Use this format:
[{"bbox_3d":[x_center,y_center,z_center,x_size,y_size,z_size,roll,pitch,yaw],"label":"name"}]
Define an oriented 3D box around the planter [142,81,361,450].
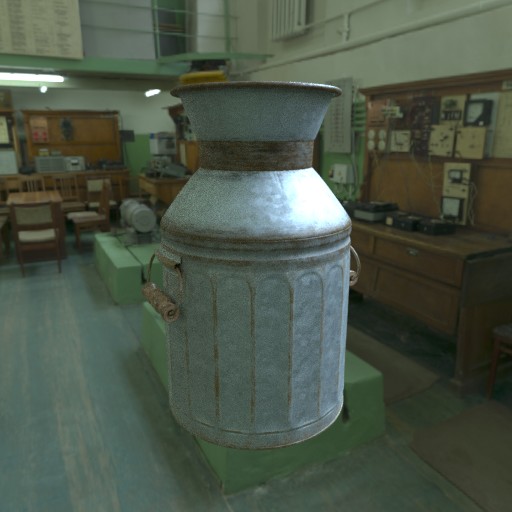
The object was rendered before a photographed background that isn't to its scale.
[{"bbox_3d":[0.000,0.000,0.510,0.248,0.358,0.215,-8,18,-27],"label":"planter"}]
